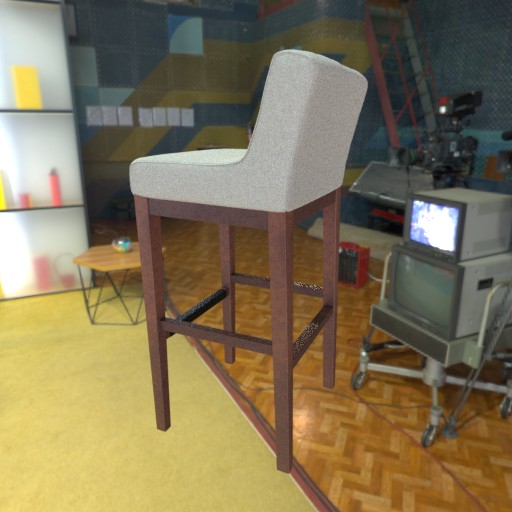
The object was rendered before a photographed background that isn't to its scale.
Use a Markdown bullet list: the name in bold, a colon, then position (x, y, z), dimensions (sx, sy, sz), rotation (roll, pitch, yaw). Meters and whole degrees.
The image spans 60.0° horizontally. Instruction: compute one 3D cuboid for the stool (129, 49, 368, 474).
- **stool**: position (0.000, 0.000, 1.307), dimensions (0.500, 1.037, 0.511), rotation (8, 18, 24)
